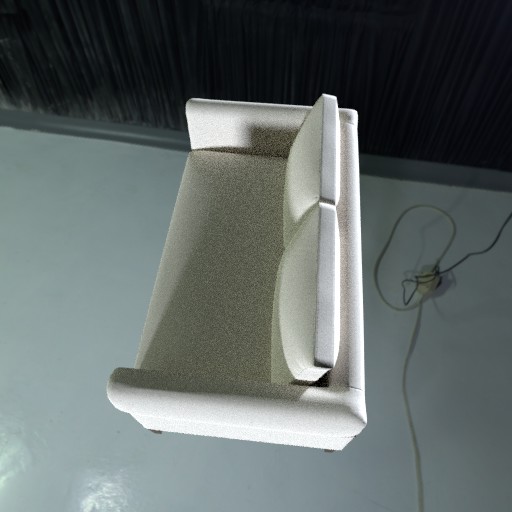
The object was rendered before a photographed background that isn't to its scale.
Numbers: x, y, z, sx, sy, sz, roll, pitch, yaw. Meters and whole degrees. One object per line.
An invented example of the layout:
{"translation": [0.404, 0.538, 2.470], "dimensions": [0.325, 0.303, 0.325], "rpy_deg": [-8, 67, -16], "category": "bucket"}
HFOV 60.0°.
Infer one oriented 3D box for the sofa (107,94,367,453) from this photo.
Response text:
{"translation": [0.000, 0.000, 2.109], "dimensions": [0.905, 0.873, 1.598], "rpy_deg": [5, 58, 3], "category": "sofa"}
